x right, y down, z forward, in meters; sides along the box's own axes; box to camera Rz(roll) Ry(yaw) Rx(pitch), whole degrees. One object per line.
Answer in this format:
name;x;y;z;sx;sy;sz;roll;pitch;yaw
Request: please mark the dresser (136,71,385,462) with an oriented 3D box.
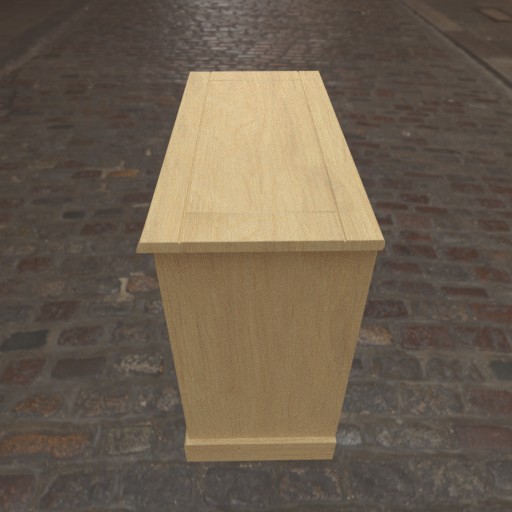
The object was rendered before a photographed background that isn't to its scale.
dresser;0.000;0.000;1.391;0.440;0.835;0.915;-1;40;-1
